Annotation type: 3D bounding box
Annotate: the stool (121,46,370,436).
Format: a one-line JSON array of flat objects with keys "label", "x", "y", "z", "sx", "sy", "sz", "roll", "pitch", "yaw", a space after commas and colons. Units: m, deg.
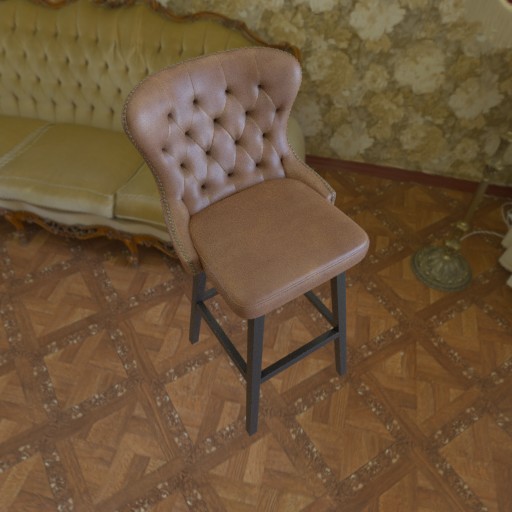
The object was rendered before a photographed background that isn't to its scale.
[{"label": "stool", "x": 0.000, "y": 0.000, "z": 1.399, "sx": 0.528, "sy": 1.050, "sz": 0.601, "roll": -26, "pitch": 53, "yaw": -21}]
